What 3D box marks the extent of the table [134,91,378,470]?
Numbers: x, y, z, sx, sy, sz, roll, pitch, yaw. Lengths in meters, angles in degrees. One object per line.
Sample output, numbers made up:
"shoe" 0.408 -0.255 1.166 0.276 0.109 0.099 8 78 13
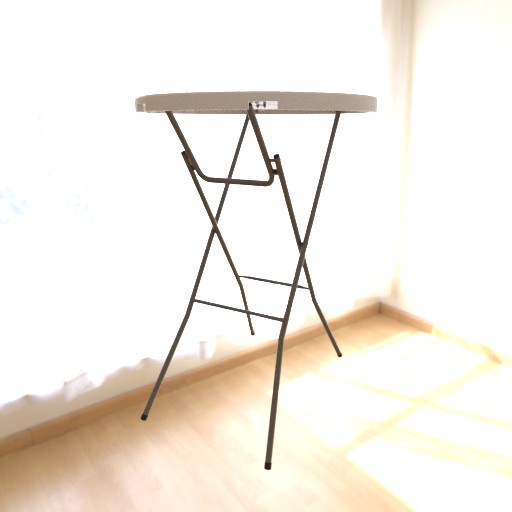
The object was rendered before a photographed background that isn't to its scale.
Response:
"table" 0.000 0.000 1.650 0.792 1.105 0.795 9 19 27
